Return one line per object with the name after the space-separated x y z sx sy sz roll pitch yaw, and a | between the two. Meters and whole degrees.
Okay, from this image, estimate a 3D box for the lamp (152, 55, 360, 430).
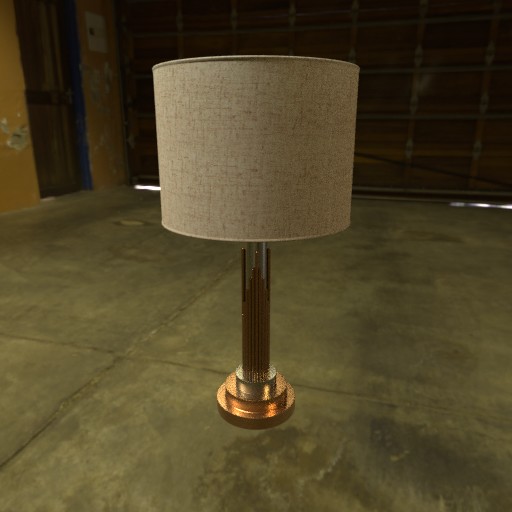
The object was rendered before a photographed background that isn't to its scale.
0.000 0.000 0.788 0.321 0.610 0.321 -8 18 -27 | lamp
